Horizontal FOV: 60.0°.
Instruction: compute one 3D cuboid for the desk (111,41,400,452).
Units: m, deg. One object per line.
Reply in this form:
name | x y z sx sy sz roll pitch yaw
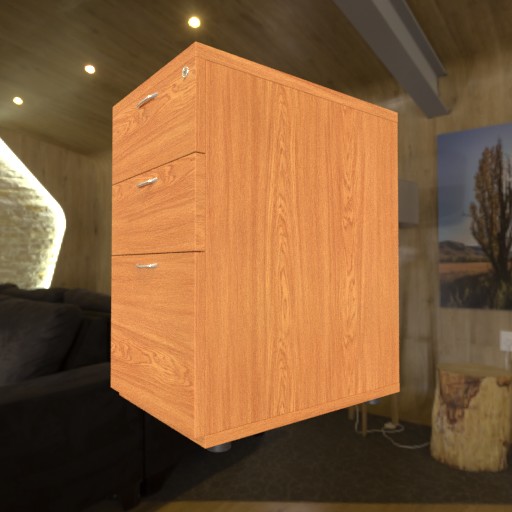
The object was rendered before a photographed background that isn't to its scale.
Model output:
desk | 0.000 0.000 1.096 0.600 0.730 0.404 1 -2 -38
